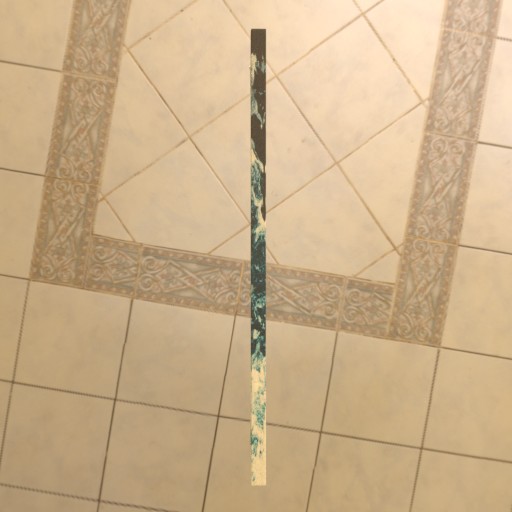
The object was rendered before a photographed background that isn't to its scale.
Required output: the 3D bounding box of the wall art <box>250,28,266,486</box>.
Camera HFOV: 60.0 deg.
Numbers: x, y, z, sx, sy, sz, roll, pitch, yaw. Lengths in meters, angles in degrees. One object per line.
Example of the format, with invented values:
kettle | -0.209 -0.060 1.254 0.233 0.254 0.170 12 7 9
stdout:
wall art | 0.000 0.000 1.979 0.055 1.017 1.524 0 92 -1
